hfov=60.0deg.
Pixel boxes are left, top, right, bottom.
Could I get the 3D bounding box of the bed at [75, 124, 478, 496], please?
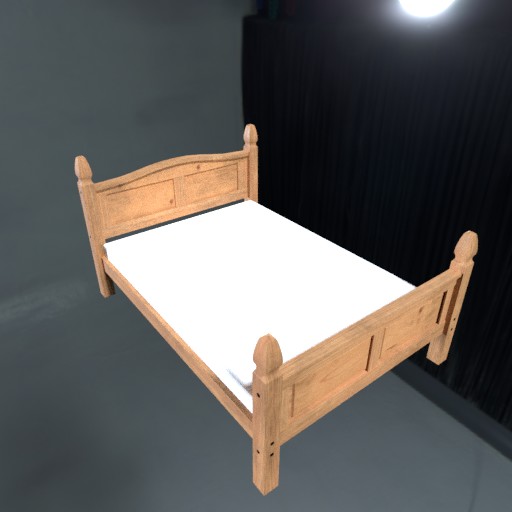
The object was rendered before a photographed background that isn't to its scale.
[{"bbox_3d":[0.000,0.000,2.879,1.490,1.100,2.069,-21,36,-32],"label":"bed"}]
